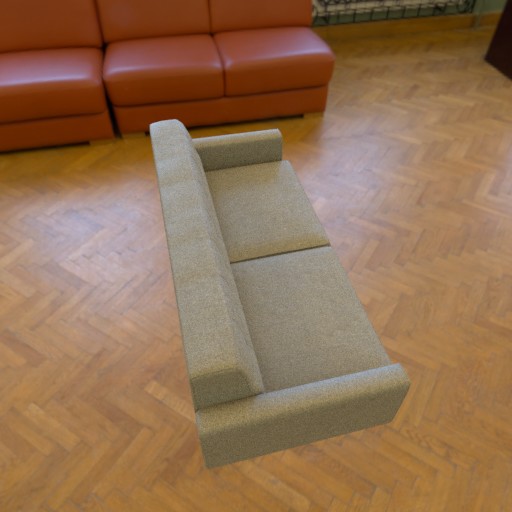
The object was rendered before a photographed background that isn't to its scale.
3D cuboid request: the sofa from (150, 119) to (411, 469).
[{"bbox_3d":[0.000,0.000,2.580,0.968,0.873,2.055,-10,48,-9],"label":"sofa"}]
